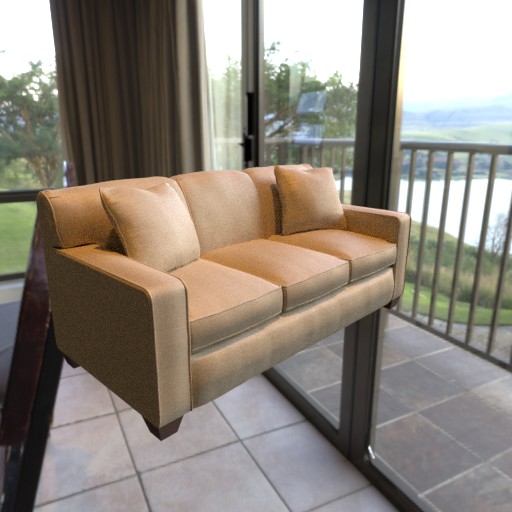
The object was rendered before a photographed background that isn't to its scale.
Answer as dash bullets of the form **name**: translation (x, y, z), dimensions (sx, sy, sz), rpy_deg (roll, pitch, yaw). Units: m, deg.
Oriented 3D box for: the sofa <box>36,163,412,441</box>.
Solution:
- **sofa**: translation (0.000, 0.000, 2.580), dimensions (0.997, 0.958, 2.024), rpy_deg (15, 22, 42)
